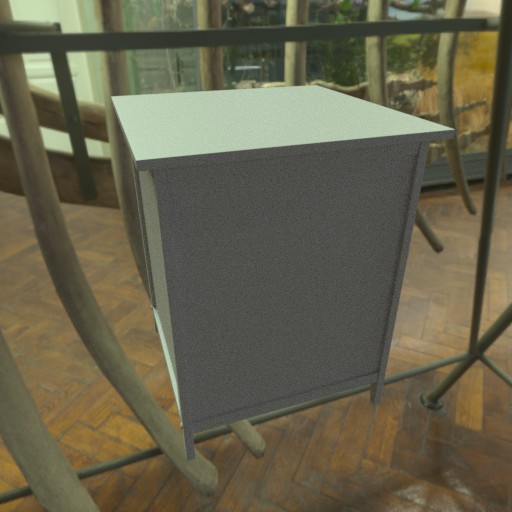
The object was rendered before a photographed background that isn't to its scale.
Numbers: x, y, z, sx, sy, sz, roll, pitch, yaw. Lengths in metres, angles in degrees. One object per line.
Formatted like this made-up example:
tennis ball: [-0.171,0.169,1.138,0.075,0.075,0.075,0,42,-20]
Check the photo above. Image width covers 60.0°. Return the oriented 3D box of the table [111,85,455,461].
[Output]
table: [0.000,0.000,0.758,0.381,0.483,0.381,-10,31,-17]
